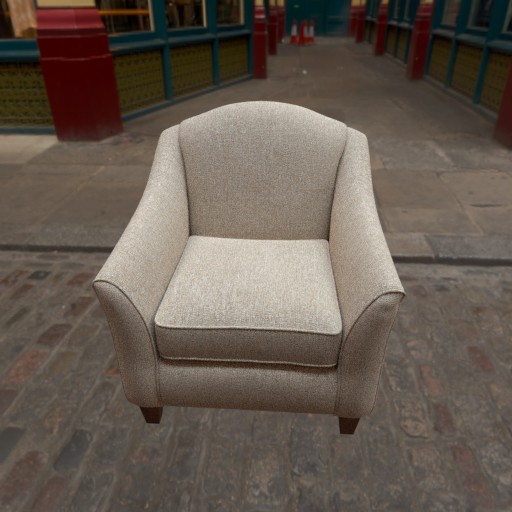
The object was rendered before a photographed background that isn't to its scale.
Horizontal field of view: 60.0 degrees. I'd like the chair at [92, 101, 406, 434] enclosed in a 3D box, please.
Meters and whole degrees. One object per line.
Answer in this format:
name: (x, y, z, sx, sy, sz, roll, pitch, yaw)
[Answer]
chair: (0.000, 0.000, 1.445, 0.763, 0.839, 0.787, 2, 30, 3)
